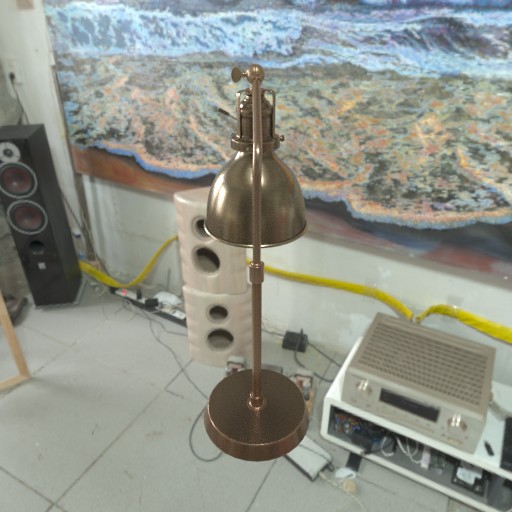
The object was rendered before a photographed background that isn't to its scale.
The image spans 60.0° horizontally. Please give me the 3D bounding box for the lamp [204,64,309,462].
[{"bbox_3d":[0.000,0.000,0.589,0.153,0.456,0.286,0,30,-1],"label":"lamp"}]
